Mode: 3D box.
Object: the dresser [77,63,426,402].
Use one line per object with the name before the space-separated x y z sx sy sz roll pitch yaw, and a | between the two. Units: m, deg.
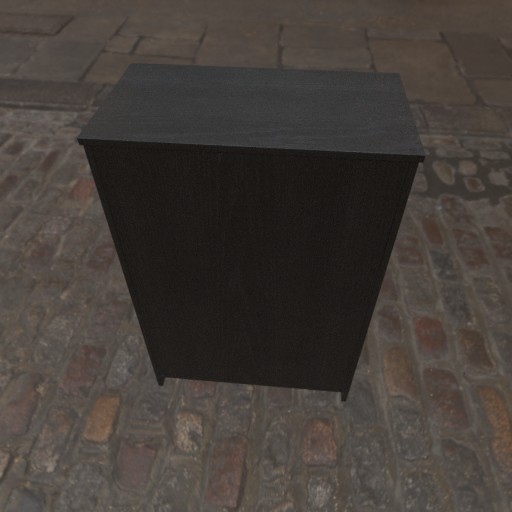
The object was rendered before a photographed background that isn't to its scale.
dresser | 0.000 0.000 1.385 0.700 1.020 0.398 4 45 4
